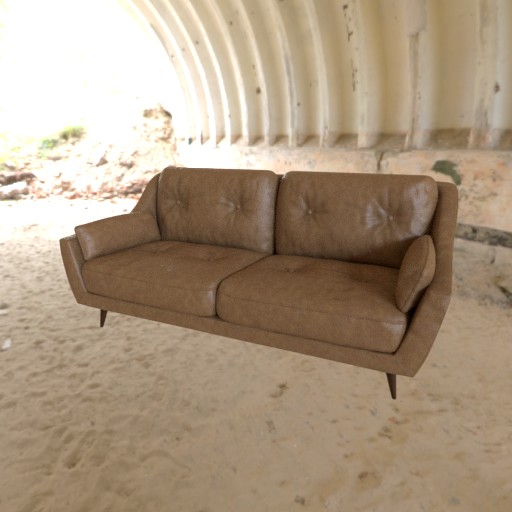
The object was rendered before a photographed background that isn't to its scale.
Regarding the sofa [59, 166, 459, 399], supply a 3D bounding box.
[{"bbox_3d":[0.000,0.000,2.300,1.902,0.839,0.904,7,17,25],"label":"sofa"}]
